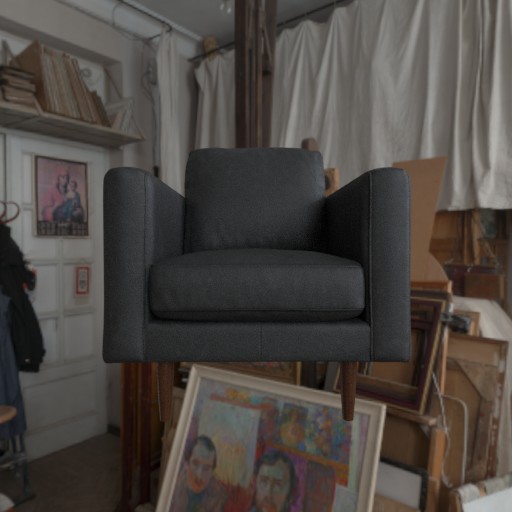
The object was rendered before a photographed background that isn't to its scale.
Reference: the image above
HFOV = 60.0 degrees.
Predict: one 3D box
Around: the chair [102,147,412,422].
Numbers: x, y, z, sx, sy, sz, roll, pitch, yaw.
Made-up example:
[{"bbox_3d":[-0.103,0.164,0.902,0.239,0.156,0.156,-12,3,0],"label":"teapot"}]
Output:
[{"bbox_3d":[0.000,0.000,1.569,0.831,0.898,0.879,0,1,-1],"label":"chair"}]
